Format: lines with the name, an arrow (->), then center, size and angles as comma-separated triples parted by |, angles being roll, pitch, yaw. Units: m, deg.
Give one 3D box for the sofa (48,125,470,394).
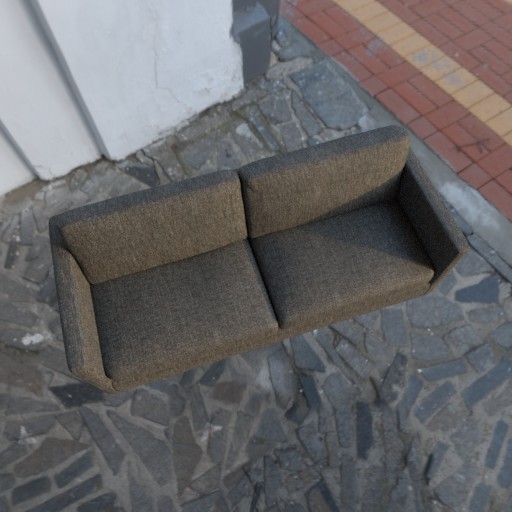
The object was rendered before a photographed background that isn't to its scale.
sofa -> 0.000, 0.000, 2.701 | 2.208, 0.960, 0.948 | -16, 65, -8
